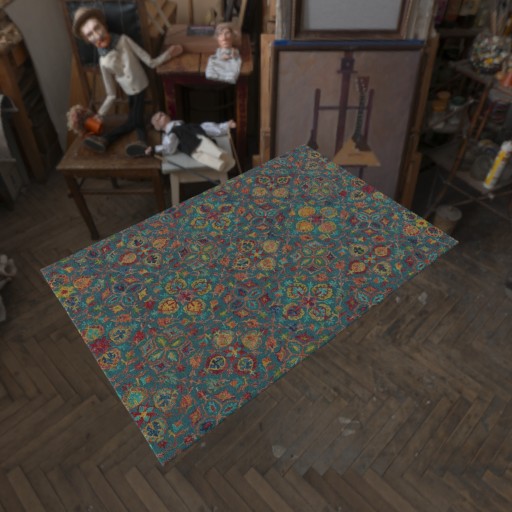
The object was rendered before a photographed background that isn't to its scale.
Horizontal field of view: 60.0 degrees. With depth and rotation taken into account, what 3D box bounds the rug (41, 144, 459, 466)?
[{"bbox_3d":[0.000,0.000,2.319,1.836,0.014,1.216,-30,54,-25],"label":"rug"}]
